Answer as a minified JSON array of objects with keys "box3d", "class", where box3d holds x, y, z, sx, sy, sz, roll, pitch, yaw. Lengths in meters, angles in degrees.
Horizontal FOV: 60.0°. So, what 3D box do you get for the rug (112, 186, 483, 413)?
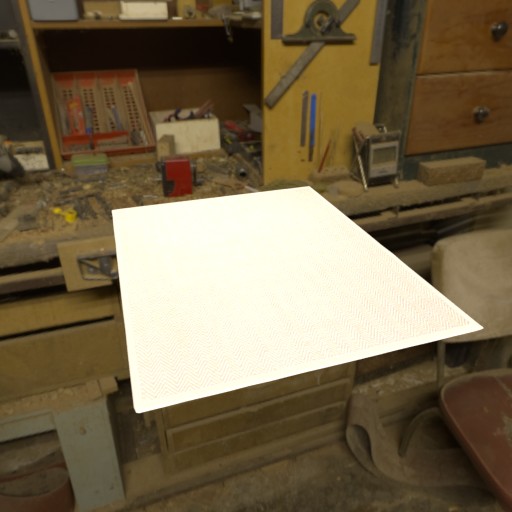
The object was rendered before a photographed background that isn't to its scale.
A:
[{"box3d":[0.000,0.000,4.062,2.423,0.019,3.009,-9,31,-16],"class":"rug"}]
